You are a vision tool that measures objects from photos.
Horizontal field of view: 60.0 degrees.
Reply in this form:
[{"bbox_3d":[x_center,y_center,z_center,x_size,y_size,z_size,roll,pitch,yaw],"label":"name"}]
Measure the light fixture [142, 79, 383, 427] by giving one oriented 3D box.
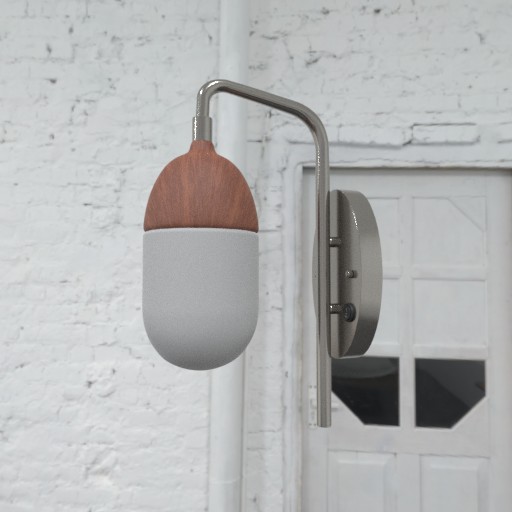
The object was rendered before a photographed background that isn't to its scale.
[{"bbox_3d":[0.000,0.000,0.436,0.216,0.343,0.108,1,-2,-18],"label":"light fixture"}]
